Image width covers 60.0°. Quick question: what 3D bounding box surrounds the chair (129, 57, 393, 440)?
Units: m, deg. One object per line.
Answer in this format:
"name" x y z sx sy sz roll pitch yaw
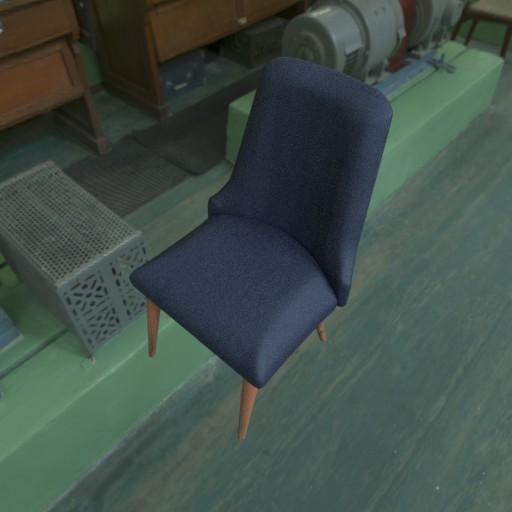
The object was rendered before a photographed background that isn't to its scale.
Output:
"chair" 0.000 0.000 1.184 0.504 0.820 0.567 33 56 26
